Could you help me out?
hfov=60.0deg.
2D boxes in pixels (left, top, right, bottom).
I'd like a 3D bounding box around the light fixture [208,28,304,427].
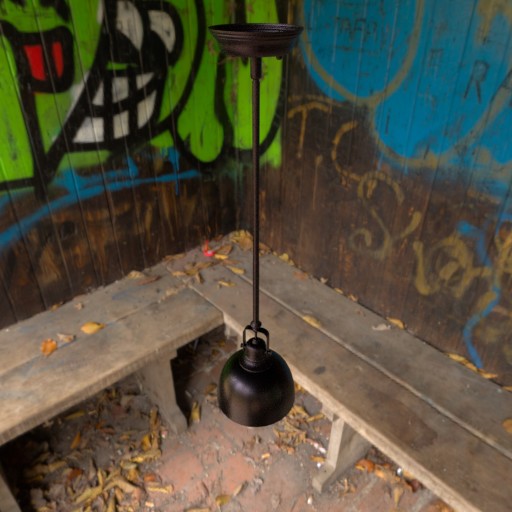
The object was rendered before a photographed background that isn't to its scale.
[{"bbox_3d":[0.000,0.000,0.834,0.182,0.768,0.182,11,34,17],"label":"light fixture"}]
